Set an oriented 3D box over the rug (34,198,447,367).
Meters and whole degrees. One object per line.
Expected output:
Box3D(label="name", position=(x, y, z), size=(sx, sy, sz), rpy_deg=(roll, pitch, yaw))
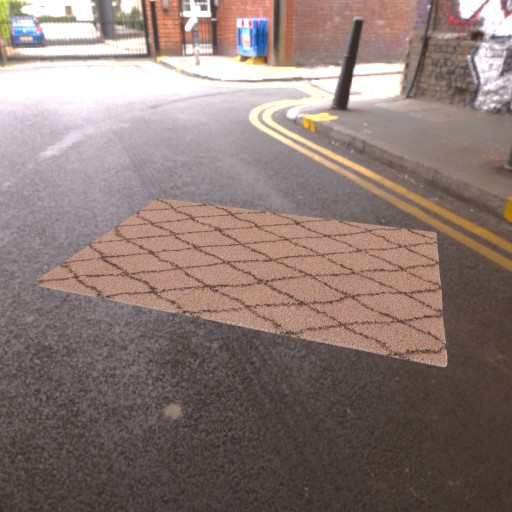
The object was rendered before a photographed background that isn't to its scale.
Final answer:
Box3D(label="rug", position=(0.000, 0.000, 3.503), size=(2.743, 0.030, 1.778), rpy_deg=(9, 29, 16))
